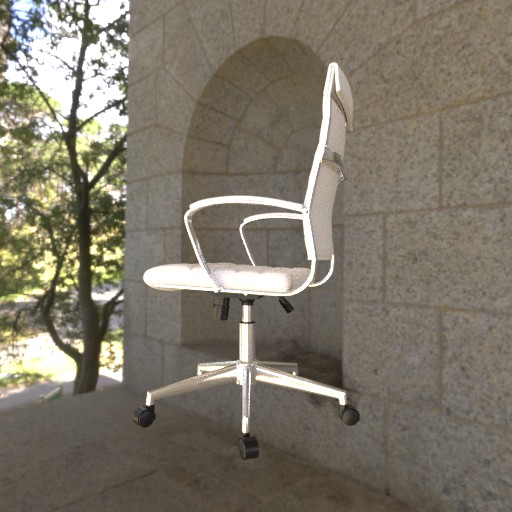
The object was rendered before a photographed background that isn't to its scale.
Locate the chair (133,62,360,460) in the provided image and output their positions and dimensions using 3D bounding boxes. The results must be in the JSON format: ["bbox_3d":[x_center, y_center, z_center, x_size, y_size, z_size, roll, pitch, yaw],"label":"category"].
[{"bbox_3d":[0.000,0.000,1.611,0.739,1.149,0.766,0,0,17],"label":"chair"}]
